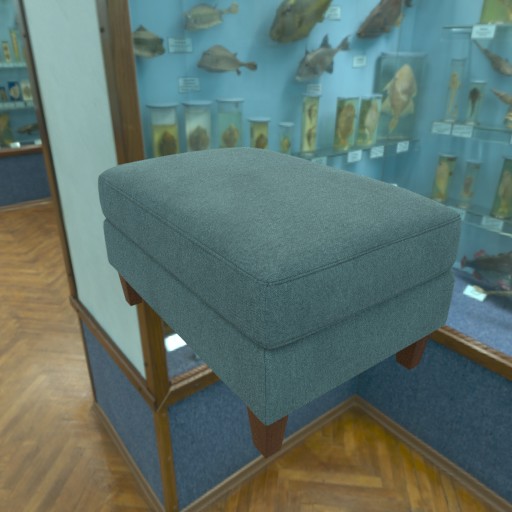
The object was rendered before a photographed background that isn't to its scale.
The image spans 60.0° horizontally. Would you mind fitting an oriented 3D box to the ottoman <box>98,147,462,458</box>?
[{"bbox_3d":[0.000,0.000,1.218,0.584,0.483,0.864,-17,30,-32],"label":"ottoman"}]
